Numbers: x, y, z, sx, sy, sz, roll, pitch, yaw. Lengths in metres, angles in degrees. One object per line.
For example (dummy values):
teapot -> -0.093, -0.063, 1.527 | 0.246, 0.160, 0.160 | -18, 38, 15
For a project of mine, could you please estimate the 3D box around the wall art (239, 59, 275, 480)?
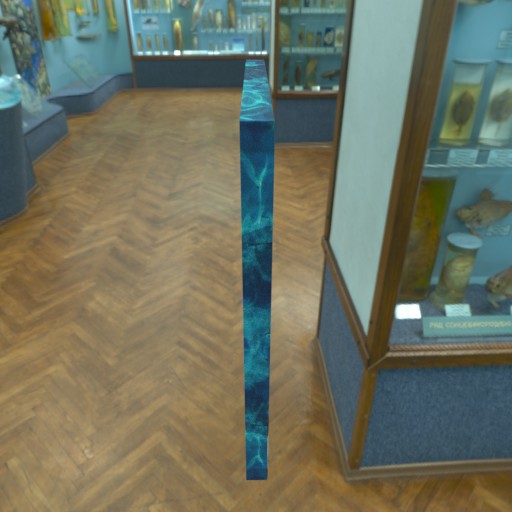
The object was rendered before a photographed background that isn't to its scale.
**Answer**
wall art -> 0.000, 0.000, 0.852 | 0.038, 0.635, 0.508 | 0, 31, 0
